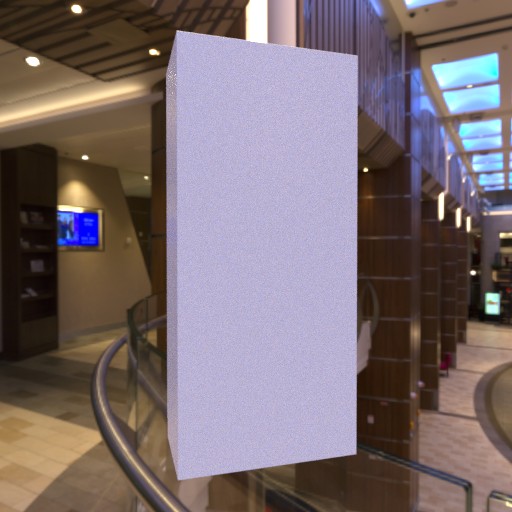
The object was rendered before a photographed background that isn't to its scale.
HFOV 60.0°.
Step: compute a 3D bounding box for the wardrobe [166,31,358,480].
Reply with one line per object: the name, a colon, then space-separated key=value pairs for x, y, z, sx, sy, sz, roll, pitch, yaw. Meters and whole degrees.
wardrobe: x=0.000 y=0.000 z=2.008 sx=0.760 sy=1.700 sz=0.470 roll=0 pitch=1 yaw=-17
